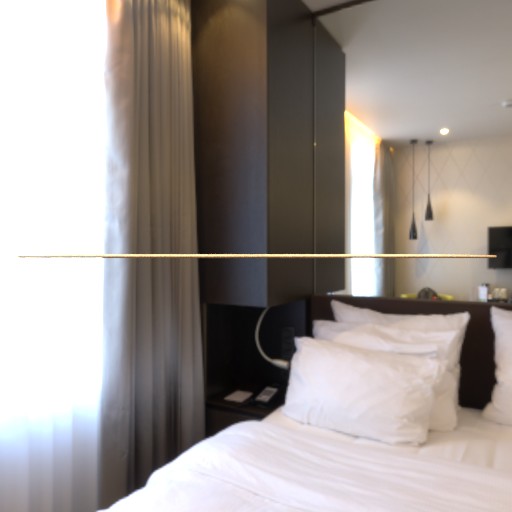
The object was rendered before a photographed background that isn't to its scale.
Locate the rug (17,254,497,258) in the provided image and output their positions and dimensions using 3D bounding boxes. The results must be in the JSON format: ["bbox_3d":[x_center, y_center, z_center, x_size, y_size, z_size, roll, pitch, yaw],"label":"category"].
[{"bbox_3d":[0.000,0.000,2.683,2.452,0.017,0.855,0,0,1],"label":"rug"}]
